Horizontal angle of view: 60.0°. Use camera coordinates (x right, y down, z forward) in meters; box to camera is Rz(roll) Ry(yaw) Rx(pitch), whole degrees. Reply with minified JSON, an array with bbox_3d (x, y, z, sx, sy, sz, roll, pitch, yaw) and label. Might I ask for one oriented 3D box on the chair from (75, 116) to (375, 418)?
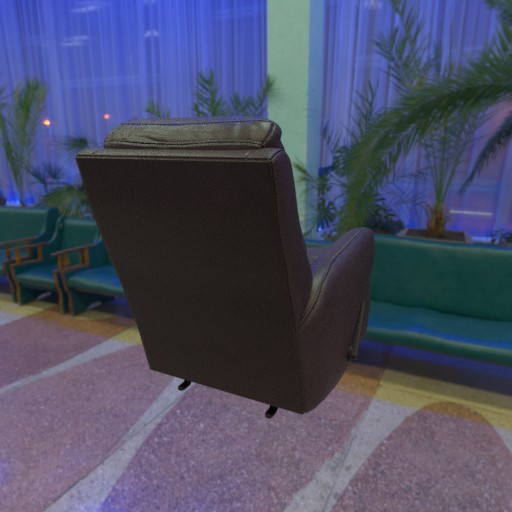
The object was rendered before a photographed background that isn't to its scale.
[{"bbox_3d":[0.000,0.000,1.770,0.829,1.030,1.080,8,17,27],"label":"chair"}]
